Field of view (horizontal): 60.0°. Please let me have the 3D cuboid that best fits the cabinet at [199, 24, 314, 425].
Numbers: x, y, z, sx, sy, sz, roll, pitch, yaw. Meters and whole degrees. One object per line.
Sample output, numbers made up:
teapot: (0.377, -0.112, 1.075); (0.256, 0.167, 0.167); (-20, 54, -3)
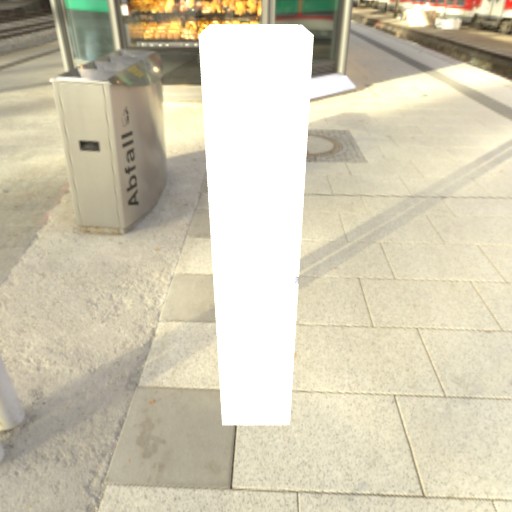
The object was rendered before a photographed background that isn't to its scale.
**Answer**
cabinet: (0.000, 0.000, 1.532); (0.269, 1.400, 0.300); (0, 32, 0)
